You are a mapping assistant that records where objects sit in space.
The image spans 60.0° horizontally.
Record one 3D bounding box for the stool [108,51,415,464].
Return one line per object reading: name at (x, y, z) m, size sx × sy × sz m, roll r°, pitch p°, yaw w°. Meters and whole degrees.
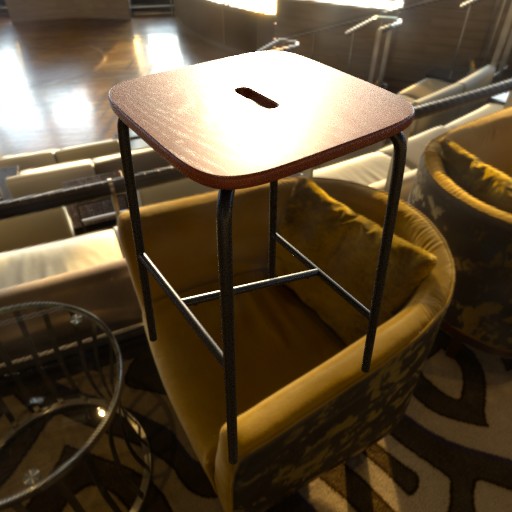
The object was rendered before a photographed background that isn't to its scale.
stool at (0.000, 0.000, 0.842) m, size 0.376 × 0.610 × 0.376 m, roll -25°, pitch 47°, yaw -26°
